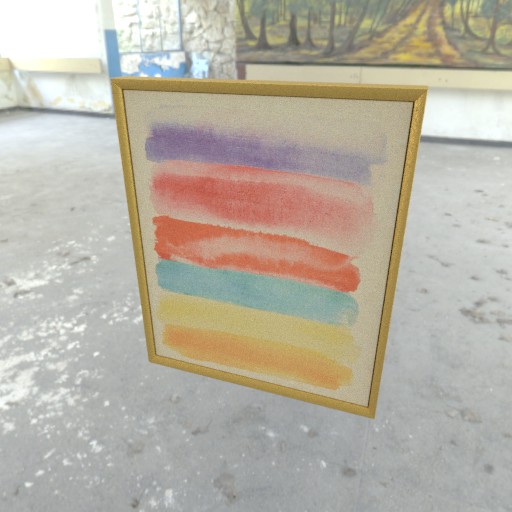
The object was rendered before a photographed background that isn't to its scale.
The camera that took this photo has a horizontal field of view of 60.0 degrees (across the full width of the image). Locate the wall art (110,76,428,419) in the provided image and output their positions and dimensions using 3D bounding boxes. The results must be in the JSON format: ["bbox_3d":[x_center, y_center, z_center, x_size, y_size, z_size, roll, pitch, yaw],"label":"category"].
[{"bbox_3d":[0.000,0.000,0.873,0.537,0.642,0.048,9,28,18],"label":"wall art"}]
